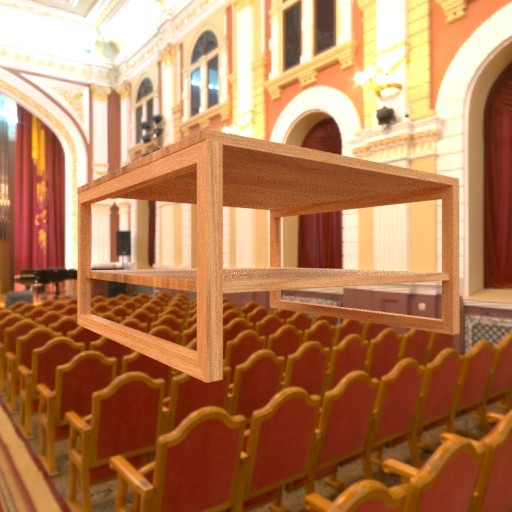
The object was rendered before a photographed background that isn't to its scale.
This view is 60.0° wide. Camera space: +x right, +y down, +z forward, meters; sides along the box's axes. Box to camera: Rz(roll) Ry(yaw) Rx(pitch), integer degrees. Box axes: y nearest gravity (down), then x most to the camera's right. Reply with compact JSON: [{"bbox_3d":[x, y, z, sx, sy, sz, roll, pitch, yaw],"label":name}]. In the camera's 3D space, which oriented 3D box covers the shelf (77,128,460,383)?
[{"bbox_3d":[0.000,0.000,1.463,0.899,0.480,0.899,0,0,-36],"label":"shelf"}]
